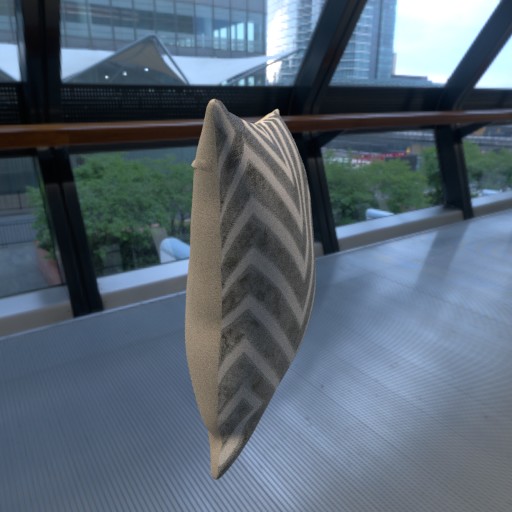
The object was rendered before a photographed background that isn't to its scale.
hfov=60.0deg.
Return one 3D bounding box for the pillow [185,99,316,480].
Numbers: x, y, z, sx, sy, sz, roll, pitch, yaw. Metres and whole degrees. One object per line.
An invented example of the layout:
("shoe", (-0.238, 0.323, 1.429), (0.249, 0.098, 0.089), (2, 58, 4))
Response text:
("pillow", (0.000, 0.000, 0.675), (0.182, 0.441, 0.440), (3, 18, 10))
